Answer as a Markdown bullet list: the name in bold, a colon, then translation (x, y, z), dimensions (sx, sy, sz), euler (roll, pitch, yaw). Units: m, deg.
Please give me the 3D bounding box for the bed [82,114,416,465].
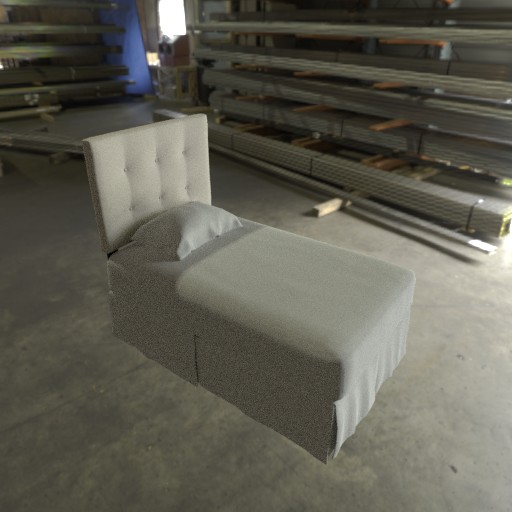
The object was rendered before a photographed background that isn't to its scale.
- **bed**: translation (0.000, 0.000, 3.100), dimensions (1.997, 1.571, 1.261), euler (19, 33, 31)
